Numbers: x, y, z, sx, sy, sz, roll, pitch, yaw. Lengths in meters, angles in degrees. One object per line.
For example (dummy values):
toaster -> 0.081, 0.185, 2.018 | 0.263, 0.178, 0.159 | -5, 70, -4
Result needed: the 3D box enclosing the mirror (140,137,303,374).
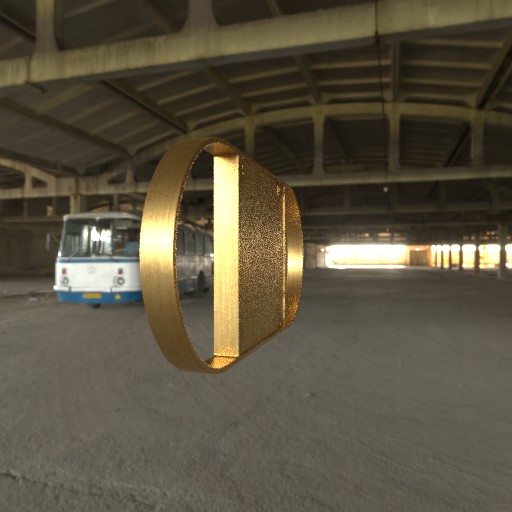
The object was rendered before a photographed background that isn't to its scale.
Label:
mirror -> 0.000, 0.000, 0.650 | 0.032, 0.254, 0.584 | 0, 0, 17
